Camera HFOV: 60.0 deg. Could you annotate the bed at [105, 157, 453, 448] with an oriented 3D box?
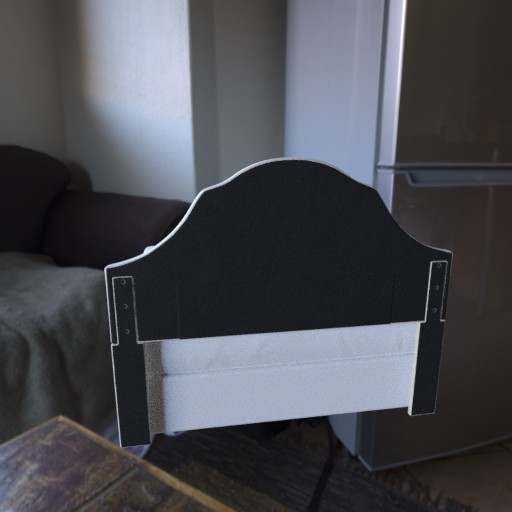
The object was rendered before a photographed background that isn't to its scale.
[{"bbox_3d":[0.000,0.000,3.540,2.008,1.615,2.214,-3,15,-10],"label":"bed"}]
